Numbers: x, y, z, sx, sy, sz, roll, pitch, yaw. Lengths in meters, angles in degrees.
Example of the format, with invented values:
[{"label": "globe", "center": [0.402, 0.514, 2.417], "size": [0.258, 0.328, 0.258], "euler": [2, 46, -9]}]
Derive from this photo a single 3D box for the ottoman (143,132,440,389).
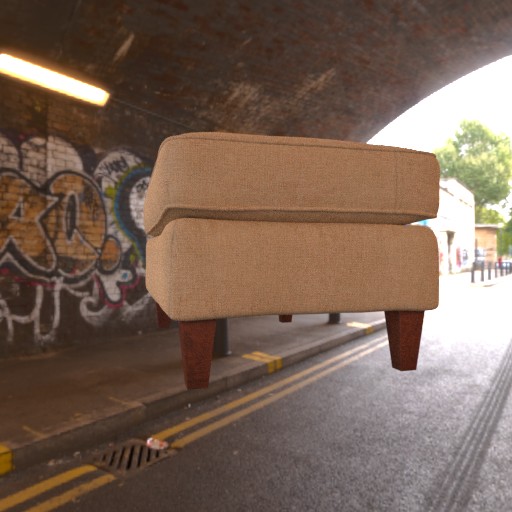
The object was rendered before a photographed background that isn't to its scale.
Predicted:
[{"label": "ottoman", "center": [0.000, 0.000, 1.232], "size": [0.583, 0.484, 0.862], "euler": [0, 0, -16]}]
